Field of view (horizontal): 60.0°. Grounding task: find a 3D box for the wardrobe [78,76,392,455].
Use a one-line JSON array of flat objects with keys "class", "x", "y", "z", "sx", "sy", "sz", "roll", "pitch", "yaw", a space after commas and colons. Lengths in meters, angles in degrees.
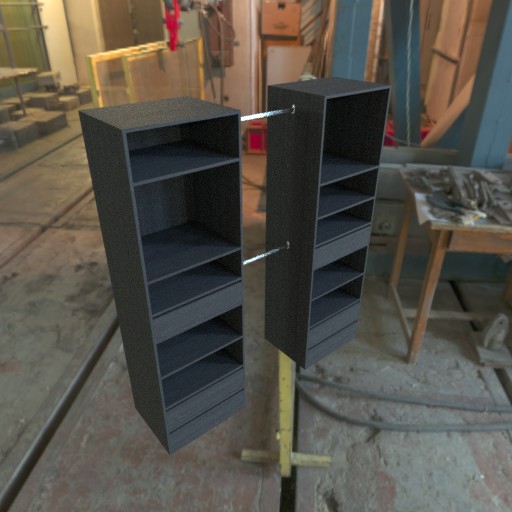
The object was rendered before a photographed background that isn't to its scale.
[{"class": "wardrobe", "x": 0.000, "y": 0.000, "z": 2.905, "sx": 1.770, "sy": 2.000, "sz": 0.480, "roll": -22, "pitch": 36, "yaw": -33}]
